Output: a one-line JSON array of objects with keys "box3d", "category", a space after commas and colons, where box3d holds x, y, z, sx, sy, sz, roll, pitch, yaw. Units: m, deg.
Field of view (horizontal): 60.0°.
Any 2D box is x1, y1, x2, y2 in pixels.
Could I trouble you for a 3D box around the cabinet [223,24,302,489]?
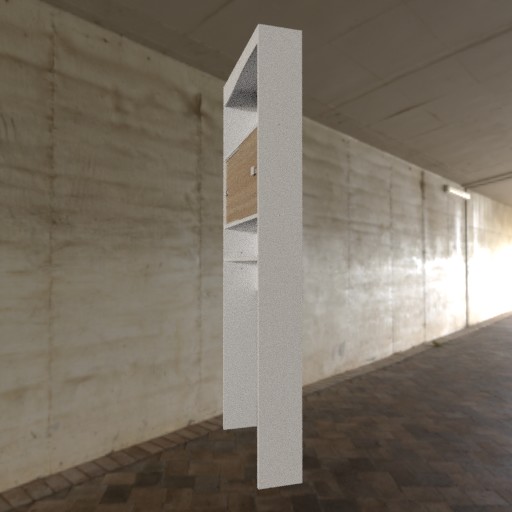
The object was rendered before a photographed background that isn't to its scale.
[{"box3d": [0.000, 0.000, 2.016, 0.192, 1.770, 0.643, 0, -1, -16], "category": "cabinet"}]
